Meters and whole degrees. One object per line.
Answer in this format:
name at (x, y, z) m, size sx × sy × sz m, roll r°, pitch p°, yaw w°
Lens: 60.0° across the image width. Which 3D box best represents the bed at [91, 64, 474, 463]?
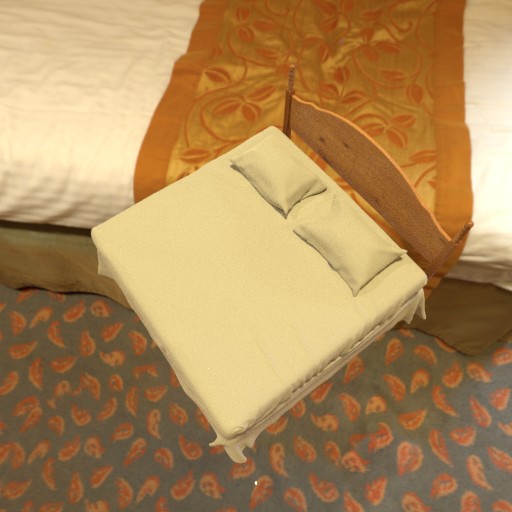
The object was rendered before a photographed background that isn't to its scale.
bed at (0.000, 0.000, 3.552) m, size 2.219 × 1.355 × 2.322 m, roll -34°, pitch 68°, yaw -16°
